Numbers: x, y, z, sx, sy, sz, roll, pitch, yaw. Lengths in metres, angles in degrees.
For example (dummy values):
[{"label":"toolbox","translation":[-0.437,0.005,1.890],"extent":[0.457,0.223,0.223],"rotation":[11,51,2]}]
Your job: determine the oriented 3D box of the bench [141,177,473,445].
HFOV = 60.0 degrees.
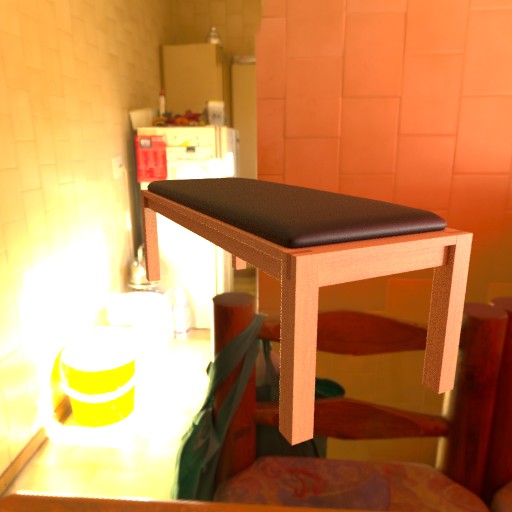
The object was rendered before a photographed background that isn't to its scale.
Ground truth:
[{"label":"bench","translation":[0.000,0.000,1.426],"extent":[0.450,0.430,1.202],"rotation":[-7,16,-26]}]
